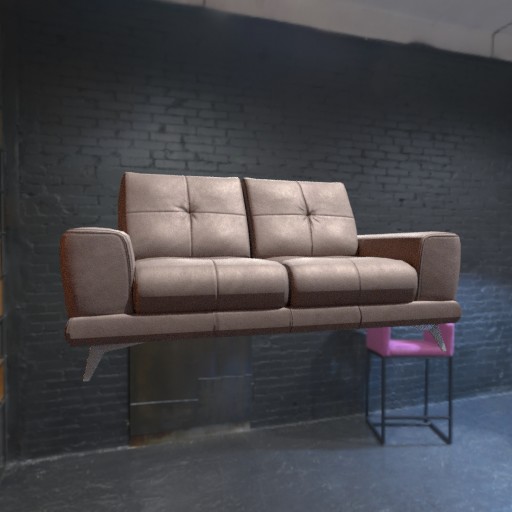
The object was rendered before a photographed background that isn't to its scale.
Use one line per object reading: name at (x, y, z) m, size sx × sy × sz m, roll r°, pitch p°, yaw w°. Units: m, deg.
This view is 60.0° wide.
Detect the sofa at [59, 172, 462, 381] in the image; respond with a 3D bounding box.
sofa at (0.000, 0.000, 2.318) m, size 1.806 × 0.907 × 1.018 m, roll 0°, pitch 1°, yaw -17°
